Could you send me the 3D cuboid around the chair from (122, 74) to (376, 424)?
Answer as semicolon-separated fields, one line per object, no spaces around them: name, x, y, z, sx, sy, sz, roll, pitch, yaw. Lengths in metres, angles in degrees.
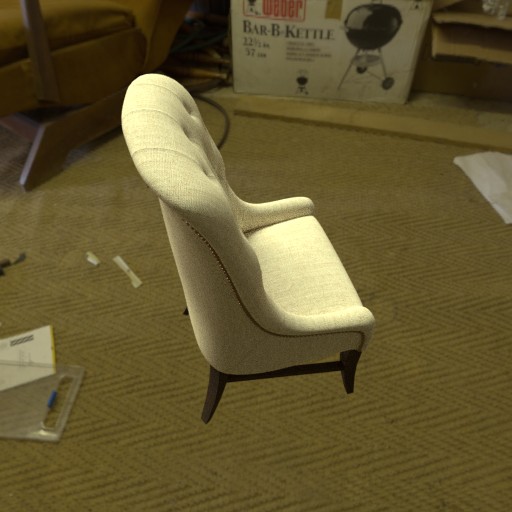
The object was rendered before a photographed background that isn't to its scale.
chair;0.000;0.000;1.435;0.629;1.091;0.634;-11;47;-10
